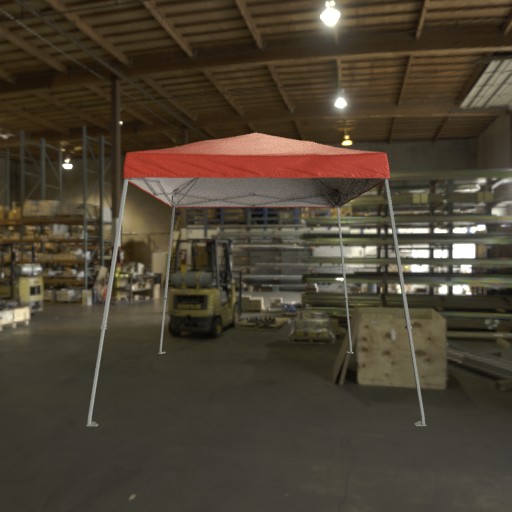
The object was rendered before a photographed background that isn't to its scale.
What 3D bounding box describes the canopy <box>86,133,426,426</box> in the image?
[{"bbox_3d":[0.000,0.000,5.137,2.850,2.850,2.849,0,0,0],"label":"canopy"}]
